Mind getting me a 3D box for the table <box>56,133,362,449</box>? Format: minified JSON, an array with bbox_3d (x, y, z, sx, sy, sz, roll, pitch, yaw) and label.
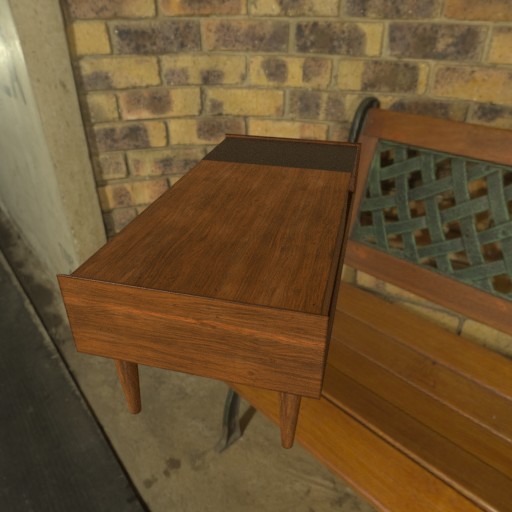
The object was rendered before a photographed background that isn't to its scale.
[{"bbox_3d":[0.000,0.000,1.566,0.610,0.508,1.221,7,31,13],"label":"table"}]
